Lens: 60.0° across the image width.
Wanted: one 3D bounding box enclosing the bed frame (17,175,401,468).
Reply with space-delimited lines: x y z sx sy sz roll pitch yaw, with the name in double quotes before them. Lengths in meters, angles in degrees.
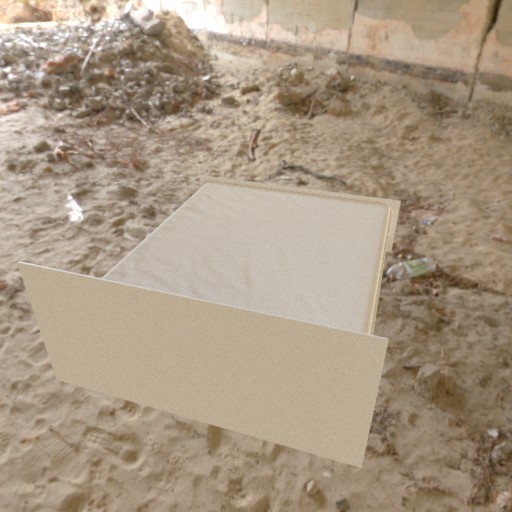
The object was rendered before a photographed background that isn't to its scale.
"bed frame" 0.000 0.000 2.926 1.720 0.800 2.060 10 33 15
